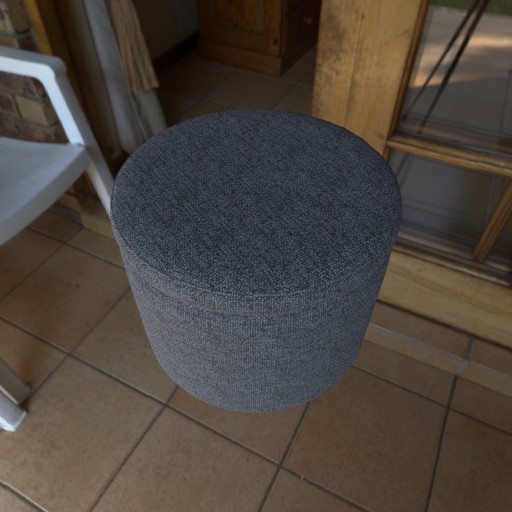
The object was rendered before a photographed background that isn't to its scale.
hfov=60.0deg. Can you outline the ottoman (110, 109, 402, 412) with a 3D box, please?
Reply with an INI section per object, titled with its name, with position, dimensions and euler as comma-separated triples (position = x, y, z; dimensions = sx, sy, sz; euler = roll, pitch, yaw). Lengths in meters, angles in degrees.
[ottoman]
position = 0.000, 0.000, 0.933
dimensions = 0.520, 0.430, 0.520
euler = 0, 48, 0
